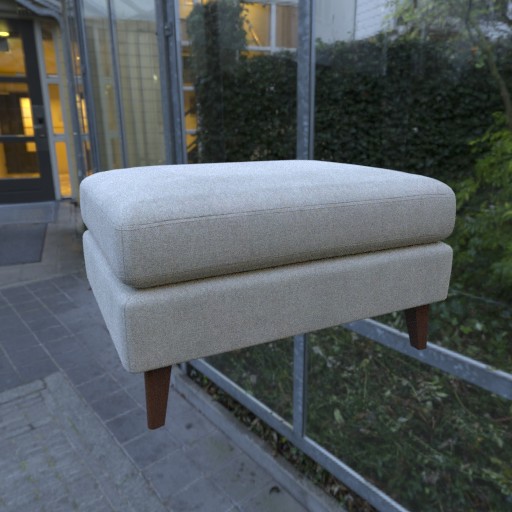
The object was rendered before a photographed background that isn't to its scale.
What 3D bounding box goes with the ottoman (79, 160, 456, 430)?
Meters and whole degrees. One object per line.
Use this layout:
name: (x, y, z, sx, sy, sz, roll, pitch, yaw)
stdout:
ottoman: (0.000, 0.000, 1.202, 0.823, 0.478, 0.610, -8, 18, -25)
